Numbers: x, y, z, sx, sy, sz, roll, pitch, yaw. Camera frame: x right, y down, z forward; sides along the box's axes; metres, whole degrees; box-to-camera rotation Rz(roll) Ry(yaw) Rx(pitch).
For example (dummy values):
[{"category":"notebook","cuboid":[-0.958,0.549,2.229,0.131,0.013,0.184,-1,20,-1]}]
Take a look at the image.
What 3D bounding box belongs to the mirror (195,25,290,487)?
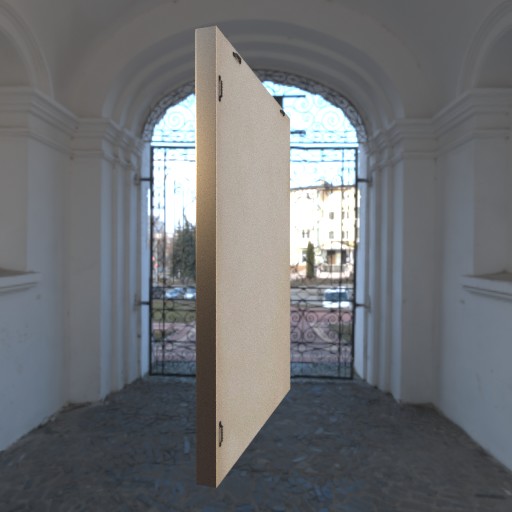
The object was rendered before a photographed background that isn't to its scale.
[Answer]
[{"category":"mirror","cuboid":[0.000,0.000,0.927,0.040,0.710,0.507,0,1,17]}]
